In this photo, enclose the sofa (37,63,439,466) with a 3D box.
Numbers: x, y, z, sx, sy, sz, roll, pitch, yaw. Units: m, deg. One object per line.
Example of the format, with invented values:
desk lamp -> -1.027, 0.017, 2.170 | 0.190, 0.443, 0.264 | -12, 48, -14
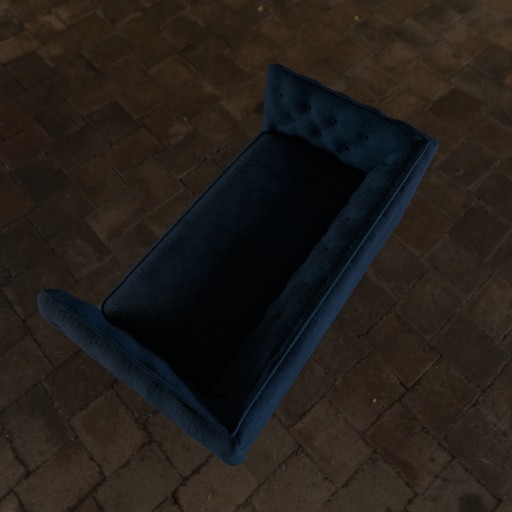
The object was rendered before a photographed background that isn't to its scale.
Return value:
sofa -> 0.000, 0.000, 2.078 | 0.909, 0.810, 1.583 | 32, 67, 16
